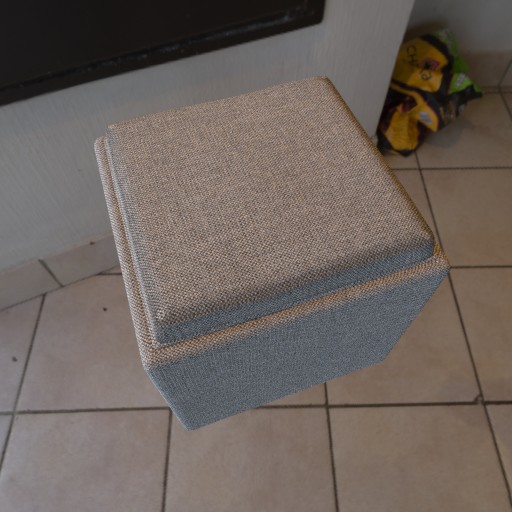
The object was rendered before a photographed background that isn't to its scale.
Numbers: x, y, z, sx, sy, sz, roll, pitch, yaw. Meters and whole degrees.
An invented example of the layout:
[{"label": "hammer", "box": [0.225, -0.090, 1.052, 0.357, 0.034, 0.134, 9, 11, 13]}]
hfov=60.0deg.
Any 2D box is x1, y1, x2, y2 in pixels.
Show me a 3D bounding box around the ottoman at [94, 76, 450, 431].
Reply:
[{"label": "ottoman", "box": [0.000, 0.000, 0.850, 0.454, 0.487, 0.436, -17, 60, -10]}]
